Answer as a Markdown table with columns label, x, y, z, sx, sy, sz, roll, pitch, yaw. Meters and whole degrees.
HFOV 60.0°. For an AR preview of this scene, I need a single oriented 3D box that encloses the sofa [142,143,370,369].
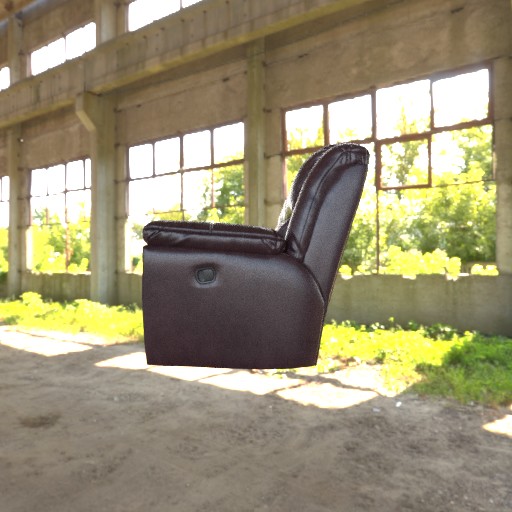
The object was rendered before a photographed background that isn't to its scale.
| label | x | y | z | sx | sy | sz | roll | pitch | yaw |
| --- | --- | --- | --- | --- | --- | --- | --- | --- | --- |
| sofa | 0.000 | 0.000 | 2.923 | 0.991 | 1.043 | 2.337 | 0 | -1 | 1 |
